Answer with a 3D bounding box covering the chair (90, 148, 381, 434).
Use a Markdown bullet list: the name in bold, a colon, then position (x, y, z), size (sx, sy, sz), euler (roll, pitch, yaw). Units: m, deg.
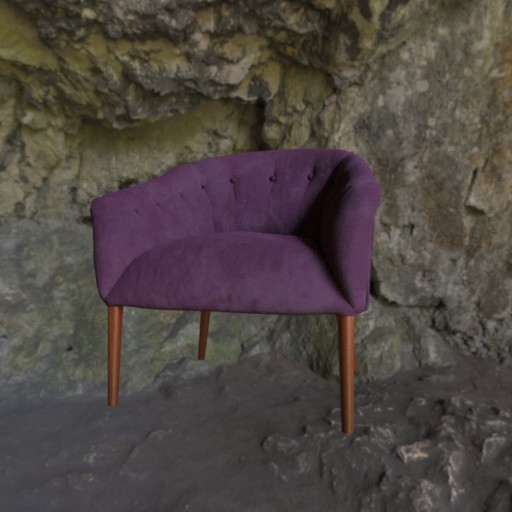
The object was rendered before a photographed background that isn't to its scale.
- **chair**: position (0.000, 0.000, 1.547), size (0.851, 0.885, 0.776), euler (0, 1, 17)
